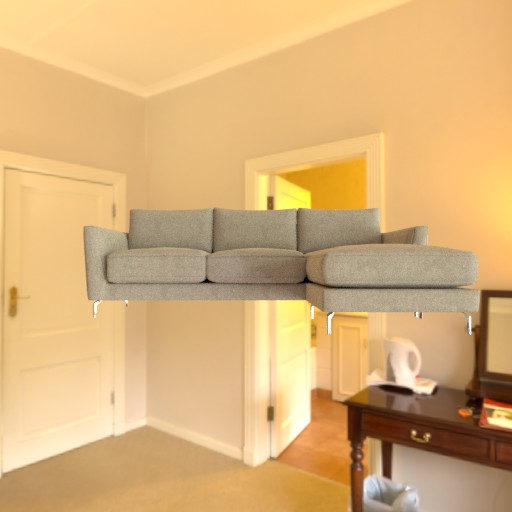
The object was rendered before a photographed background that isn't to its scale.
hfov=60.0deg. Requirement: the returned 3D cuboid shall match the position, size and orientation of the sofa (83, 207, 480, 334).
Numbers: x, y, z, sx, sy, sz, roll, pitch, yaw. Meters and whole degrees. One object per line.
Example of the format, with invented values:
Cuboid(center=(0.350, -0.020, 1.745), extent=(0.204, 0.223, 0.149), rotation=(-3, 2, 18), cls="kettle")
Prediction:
Cuboid(center=(0.000, 0.000, 3.146), extent=(2.438, 0.864, 1.626), rotation=(0, -1, 0), cls="sofa")
